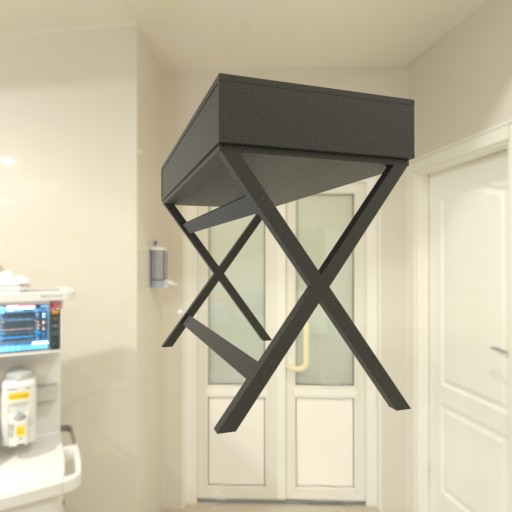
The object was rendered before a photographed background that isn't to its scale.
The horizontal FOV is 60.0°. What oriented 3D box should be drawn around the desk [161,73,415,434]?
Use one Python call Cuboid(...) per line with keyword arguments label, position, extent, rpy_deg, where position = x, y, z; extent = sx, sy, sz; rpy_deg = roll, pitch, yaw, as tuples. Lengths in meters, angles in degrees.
Cuboid(label="desk", position=(0.000, 0.000, 1.534), extent=(0.525, 0.780, 1.057), rpy_deg=(0, 0, -19))
